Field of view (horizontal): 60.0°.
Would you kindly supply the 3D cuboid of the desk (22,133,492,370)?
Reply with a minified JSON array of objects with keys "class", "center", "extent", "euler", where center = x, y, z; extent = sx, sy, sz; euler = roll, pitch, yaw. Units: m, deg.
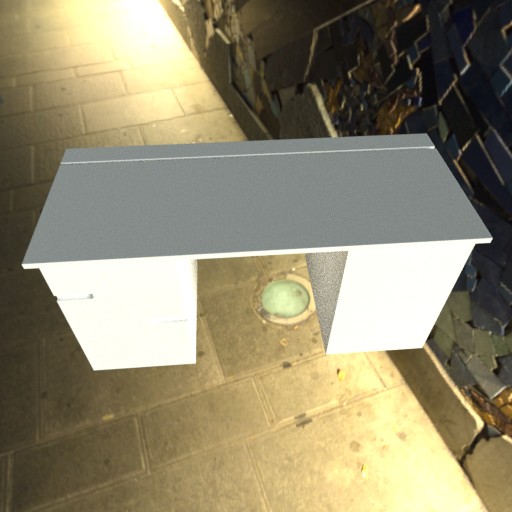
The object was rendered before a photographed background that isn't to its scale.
[{"class":"desk","center":[0.000,0.000,1.986],"extent":[1.580,0.760,0.670],"euler":[-3,47,-3]}]
